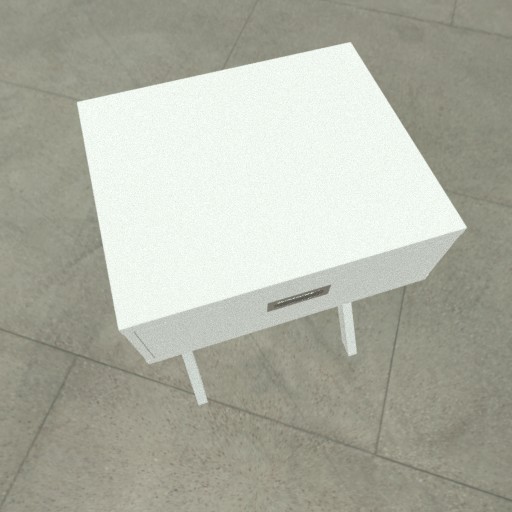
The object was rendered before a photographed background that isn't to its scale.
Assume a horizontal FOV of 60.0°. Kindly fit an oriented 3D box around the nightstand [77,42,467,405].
[{"bbox_3d":[0.000,0.000,0.936,0.479,0.623,0.402,-16,64,-8],"label":"nightstand"}]
